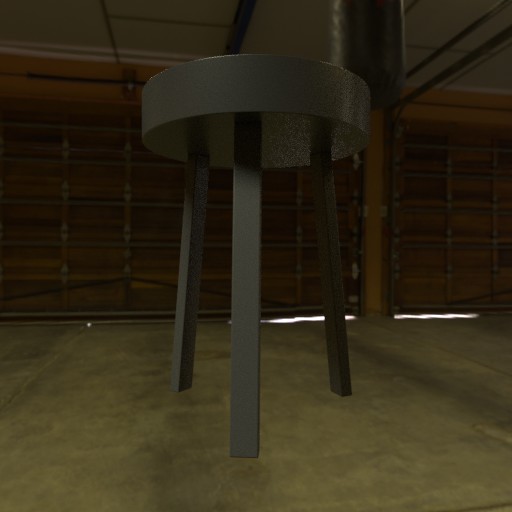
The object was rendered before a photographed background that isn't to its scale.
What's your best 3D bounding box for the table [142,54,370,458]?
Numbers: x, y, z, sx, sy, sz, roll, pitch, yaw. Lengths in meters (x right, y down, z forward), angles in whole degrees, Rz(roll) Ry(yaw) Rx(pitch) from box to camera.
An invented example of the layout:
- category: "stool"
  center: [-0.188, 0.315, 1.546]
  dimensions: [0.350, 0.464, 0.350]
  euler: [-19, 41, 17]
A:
- category: "table"
  center: [0.000, 0.000, 0.816]
  dimensions: [0.406, 0.559, 0.406]
  euler: [0, 0, 0]
